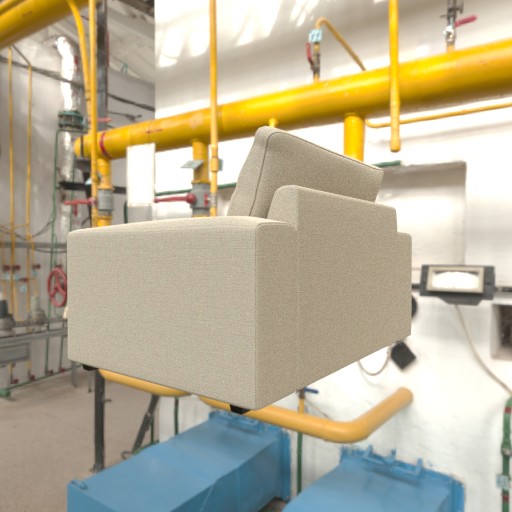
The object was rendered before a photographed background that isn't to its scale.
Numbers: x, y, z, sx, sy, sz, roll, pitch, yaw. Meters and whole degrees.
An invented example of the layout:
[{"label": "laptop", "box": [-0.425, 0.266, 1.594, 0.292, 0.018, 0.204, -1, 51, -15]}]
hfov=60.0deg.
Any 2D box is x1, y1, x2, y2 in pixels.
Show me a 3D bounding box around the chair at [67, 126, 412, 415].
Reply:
[{"label": "chair", "box": [0.000, 0.000, 2.107, 1.039, 0.915, 1.398, 1, 1, 37]}]
